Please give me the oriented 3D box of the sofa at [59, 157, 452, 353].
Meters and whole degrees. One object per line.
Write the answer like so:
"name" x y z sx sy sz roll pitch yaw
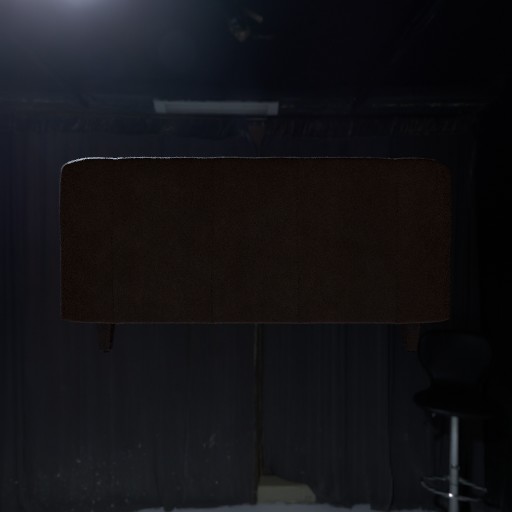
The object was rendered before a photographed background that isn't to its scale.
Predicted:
"sofa" 0.000 0.000 2.180 1.755 0.786 0.914 0 0 0
